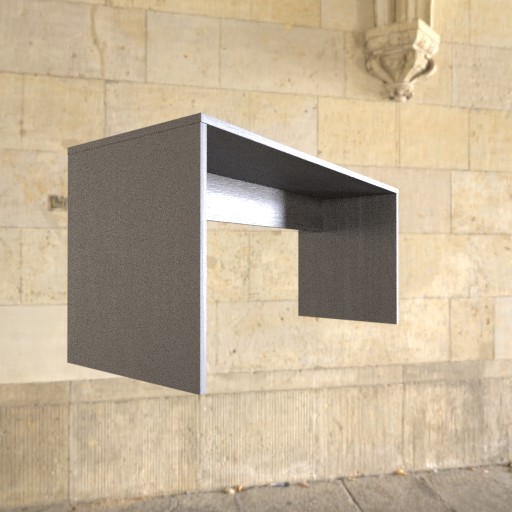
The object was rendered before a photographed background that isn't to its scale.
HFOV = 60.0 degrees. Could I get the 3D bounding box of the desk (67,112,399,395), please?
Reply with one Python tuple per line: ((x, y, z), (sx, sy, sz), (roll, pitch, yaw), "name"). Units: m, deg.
((0.000, 0.000, 2.056), (0.802, 0.750, 1.600), (0, -1, 36), "desk")
